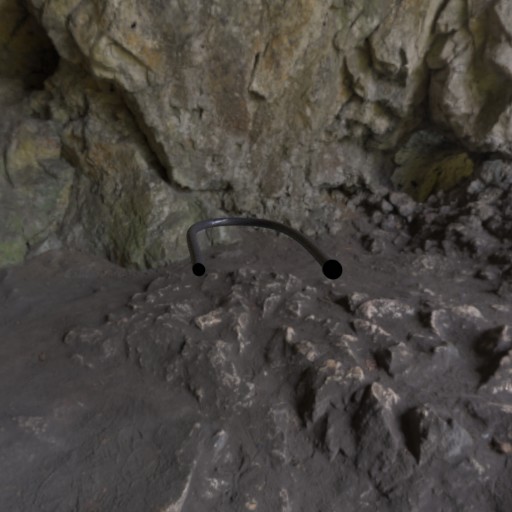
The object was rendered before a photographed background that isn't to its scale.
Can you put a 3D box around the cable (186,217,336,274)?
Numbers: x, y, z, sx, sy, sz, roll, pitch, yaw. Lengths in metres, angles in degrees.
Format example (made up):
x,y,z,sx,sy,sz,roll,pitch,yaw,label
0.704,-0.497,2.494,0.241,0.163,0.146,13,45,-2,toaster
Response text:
x,y,z,sx,sy,sz,roll,pitch,yaw,label
0.000,0.000,0.111,0.041,0.005,0.098,-2,15,-9,cable
